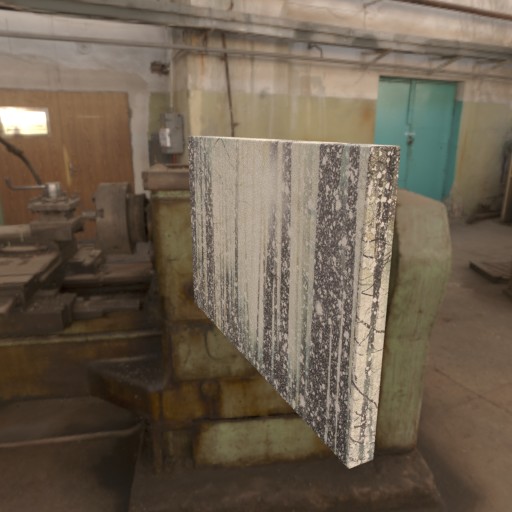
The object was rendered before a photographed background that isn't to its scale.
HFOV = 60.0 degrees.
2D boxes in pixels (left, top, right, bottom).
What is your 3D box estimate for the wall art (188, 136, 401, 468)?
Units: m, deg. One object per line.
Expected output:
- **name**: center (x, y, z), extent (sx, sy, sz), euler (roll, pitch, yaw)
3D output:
- **wall art**: center (0.000, 0.000, 0.781), extent (0.042, 0.398, 0.618), euler (-8, 18, -25)
